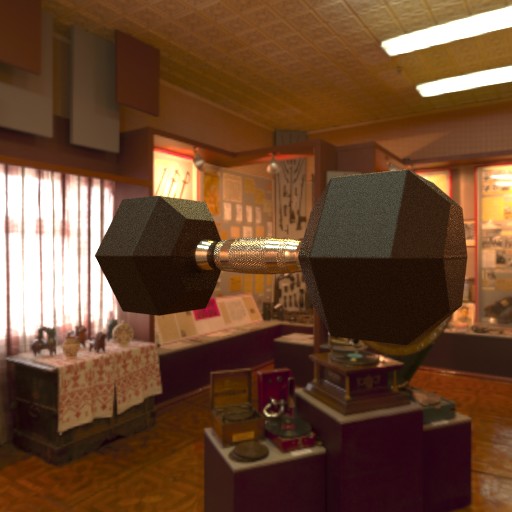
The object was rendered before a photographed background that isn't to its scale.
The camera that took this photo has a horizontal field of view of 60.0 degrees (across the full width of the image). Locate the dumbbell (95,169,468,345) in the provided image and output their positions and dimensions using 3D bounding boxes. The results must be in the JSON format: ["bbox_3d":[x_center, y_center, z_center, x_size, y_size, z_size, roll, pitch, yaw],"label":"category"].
[{"bbox_3d":[0.000,0.000,0.424,0.356,0.123,0.141,0,1,35],"label":"dumbbell"}]
